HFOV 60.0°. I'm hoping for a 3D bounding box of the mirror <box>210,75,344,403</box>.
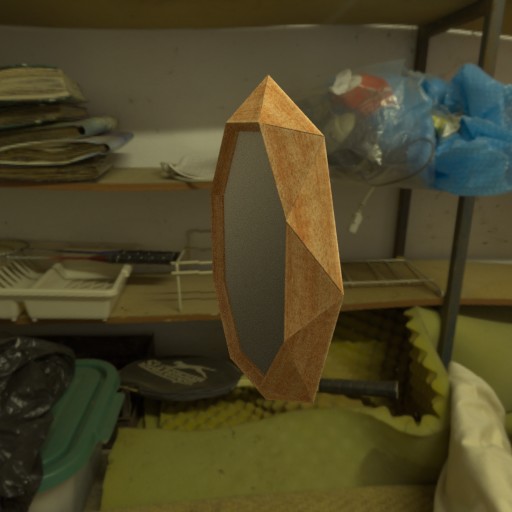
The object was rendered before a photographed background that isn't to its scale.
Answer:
[{"bbox_3d":[0.000,0.000,1.014,0.070,0.774,0.577,-8,18,-25],"label":"mirror"}]
